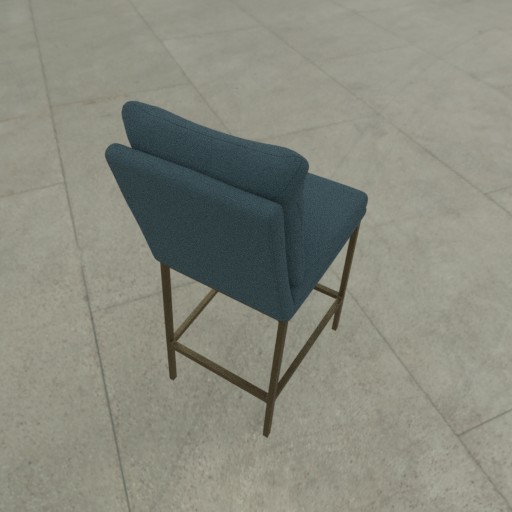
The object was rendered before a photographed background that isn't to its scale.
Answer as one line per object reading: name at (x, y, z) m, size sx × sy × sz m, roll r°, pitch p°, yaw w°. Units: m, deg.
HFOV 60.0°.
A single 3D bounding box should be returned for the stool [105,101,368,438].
stool at (0.000, 0.000, 1.345) m, size 0.463 × 1.032 × 0.568 m, roll 24°, pitch 49°, yaw 22°
